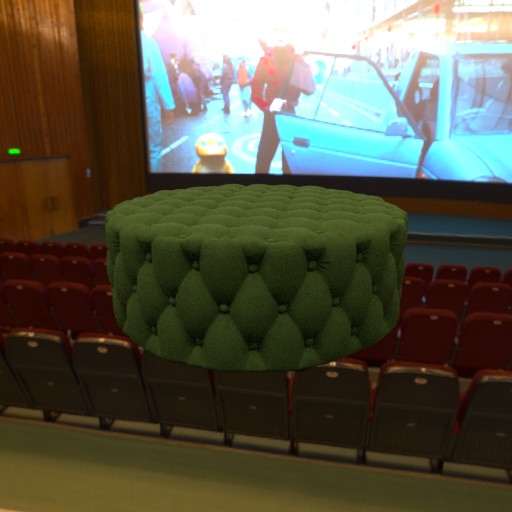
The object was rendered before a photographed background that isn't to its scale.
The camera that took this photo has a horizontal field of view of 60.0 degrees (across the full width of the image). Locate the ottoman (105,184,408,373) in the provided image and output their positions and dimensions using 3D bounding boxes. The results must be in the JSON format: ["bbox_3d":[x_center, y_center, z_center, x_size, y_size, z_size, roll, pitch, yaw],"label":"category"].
[{"bbox_3d":[0.000,0.000,1.549,0.998,0.399,0.998,0,17,0],"label":"ottoman"}]
